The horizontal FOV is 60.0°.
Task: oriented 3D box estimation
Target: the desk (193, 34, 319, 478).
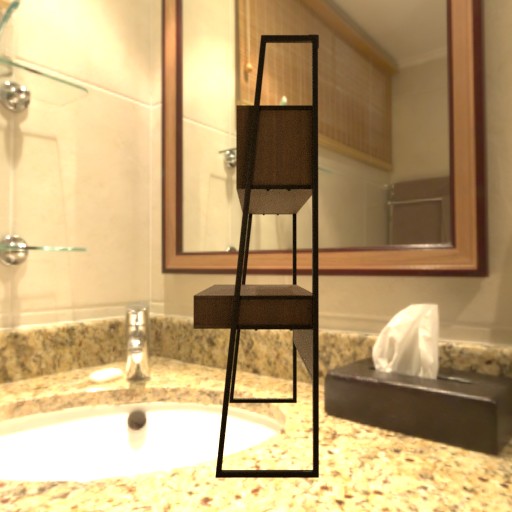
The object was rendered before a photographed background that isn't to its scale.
[{"bbox_3d":[0.000,0.000,2.294,0.515,1.809,0.982,0,-1,0],"label":"desk"}]
